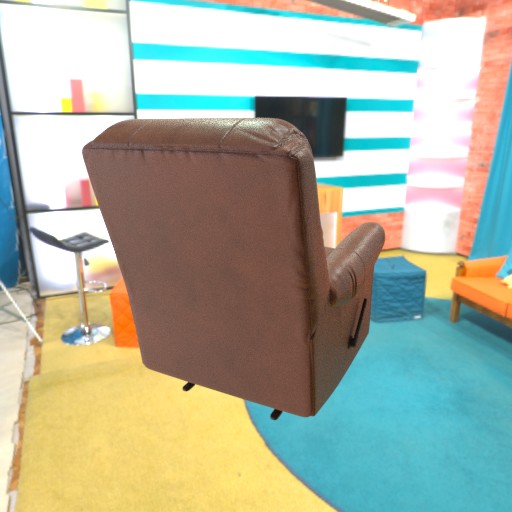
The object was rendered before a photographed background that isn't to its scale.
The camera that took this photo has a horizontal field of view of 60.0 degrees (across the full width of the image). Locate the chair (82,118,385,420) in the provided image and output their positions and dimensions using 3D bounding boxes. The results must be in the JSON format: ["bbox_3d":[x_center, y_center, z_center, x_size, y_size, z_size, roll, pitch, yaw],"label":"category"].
[{"bbox_3d":[0.000,0.000,1.786,0.838,1.054,1.014,8,18,26],"label":"chair"}]
